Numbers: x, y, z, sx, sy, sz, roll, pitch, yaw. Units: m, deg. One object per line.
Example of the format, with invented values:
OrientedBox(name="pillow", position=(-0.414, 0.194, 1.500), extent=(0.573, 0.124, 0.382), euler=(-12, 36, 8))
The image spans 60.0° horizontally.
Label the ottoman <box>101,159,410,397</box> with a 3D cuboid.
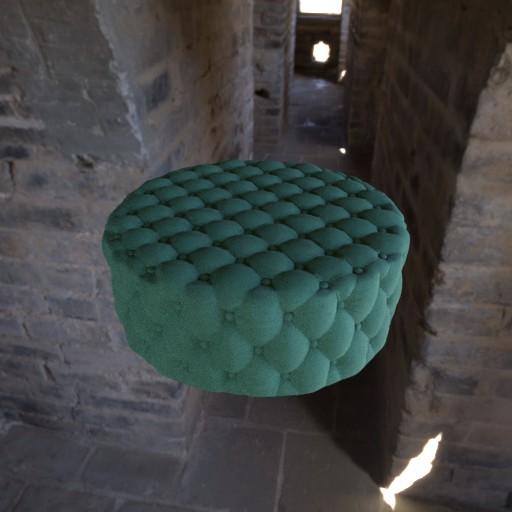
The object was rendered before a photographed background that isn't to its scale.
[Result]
OrientedBox(name="ottoman", position=(0.000, 0.000, 1.556), extent=(0.998, 0.399, 0.998), euler=(0, 32, 0))
